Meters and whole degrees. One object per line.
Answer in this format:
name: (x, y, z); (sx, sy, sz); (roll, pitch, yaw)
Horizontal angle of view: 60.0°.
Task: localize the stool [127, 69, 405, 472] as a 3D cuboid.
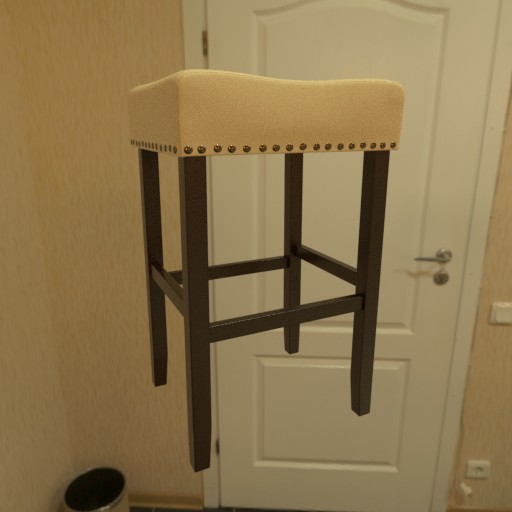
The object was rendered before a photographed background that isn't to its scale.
stool: (0.000, 0.000, 1.041); (0.471, 0.762, 0.401); (-8, 18, -25)
